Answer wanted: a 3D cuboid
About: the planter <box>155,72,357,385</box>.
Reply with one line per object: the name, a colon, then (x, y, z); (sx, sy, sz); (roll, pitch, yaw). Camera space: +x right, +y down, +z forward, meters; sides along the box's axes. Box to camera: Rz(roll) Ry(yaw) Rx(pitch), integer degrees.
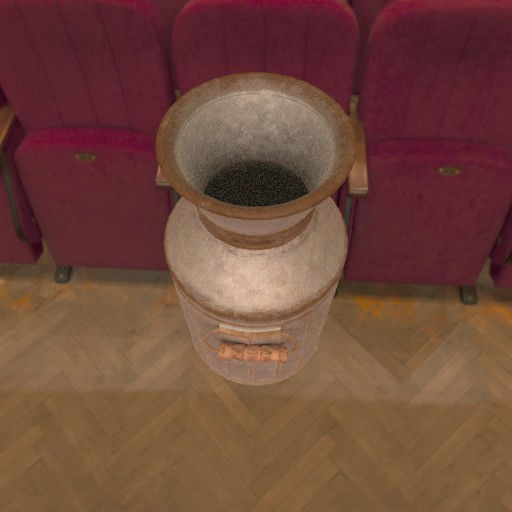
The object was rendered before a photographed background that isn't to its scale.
planter: (0.000, 0.000, 0.545); (0.214, 0.396, 0.245); (3, 59, 2)
